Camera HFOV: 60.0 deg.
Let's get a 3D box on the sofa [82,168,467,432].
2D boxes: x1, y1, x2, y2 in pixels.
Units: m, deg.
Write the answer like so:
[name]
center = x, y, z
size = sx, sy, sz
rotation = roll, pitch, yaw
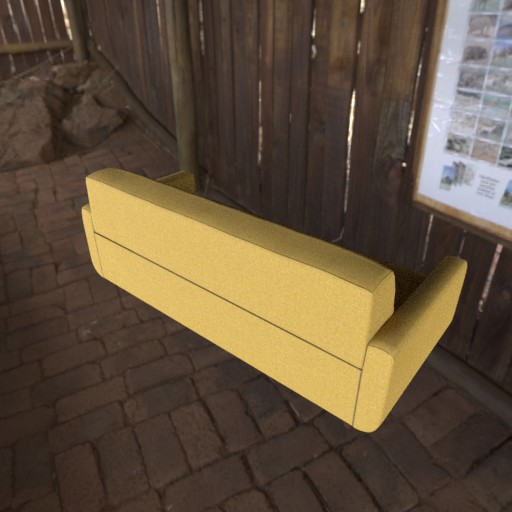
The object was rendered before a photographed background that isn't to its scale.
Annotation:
[sofa]
center = 0.000, 0.000, 2.521
size = 2.029, 0.841, 0.909
rotation = 23, 38, 33
